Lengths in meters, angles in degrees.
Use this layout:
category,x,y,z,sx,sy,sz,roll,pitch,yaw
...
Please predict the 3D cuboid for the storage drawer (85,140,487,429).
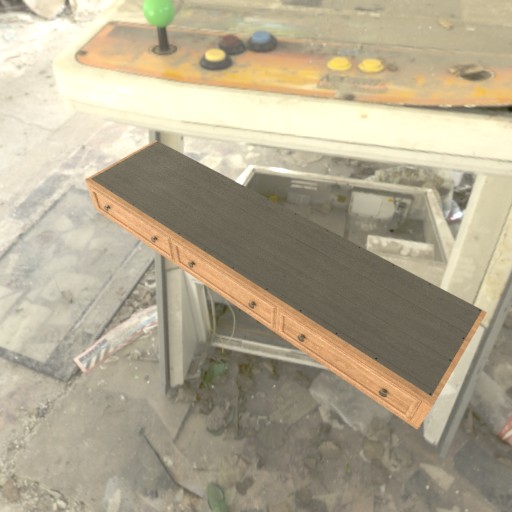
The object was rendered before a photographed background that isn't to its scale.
category,x,y,z,sx,sy,sz,roll,pitch,yaw
storage drawer,0.000,0.000,2.227,2.032,0.264,0.538,31,54,26
